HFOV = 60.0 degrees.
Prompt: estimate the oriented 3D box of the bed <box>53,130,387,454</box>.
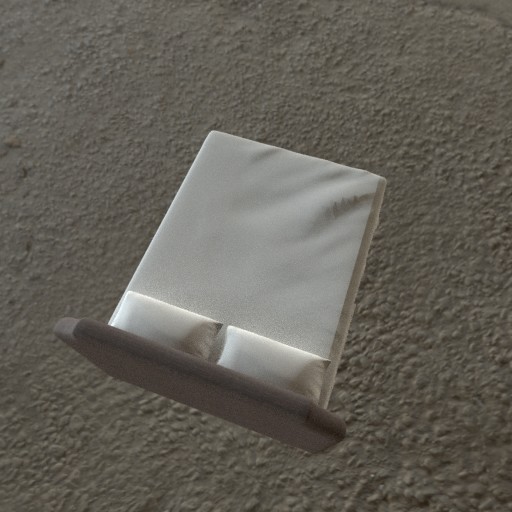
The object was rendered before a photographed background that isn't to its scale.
[{"bbox_3d":[0.000,0.000,3.182,1.693,1.290,2.116,18,64,9],"label":"bed"}]
